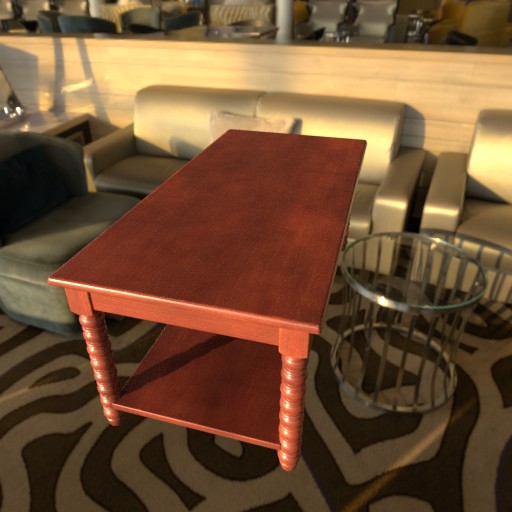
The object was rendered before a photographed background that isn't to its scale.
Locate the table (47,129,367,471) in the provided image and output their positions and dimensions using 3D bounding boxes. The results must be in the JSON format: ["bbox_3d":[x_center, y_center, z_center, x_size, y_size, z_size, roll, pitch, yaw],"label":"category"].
[{"bbox_3d":[0.000,0.000,1.451,0.580,0.485,1.171,8,32,14],"label":"table"}]
